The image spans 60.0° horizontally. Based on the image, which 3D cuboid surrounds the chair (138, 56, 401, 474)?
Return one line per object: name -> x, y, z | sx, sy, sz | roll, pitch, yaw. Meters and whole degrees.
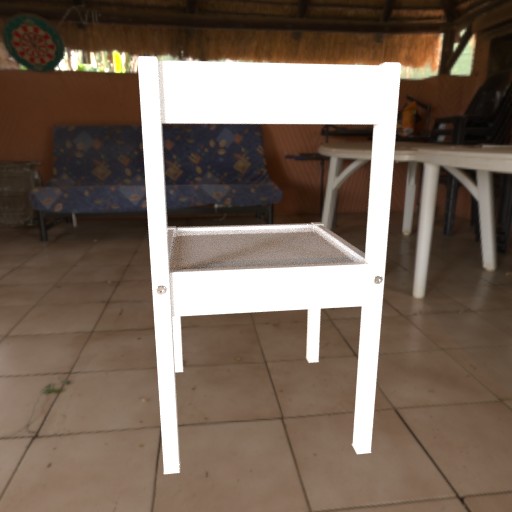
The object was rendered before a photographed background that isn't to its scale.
chair -> 0.000, 0.000, 0.668 | 0.285, 0.505, 0.285 | -2, 15, -8
